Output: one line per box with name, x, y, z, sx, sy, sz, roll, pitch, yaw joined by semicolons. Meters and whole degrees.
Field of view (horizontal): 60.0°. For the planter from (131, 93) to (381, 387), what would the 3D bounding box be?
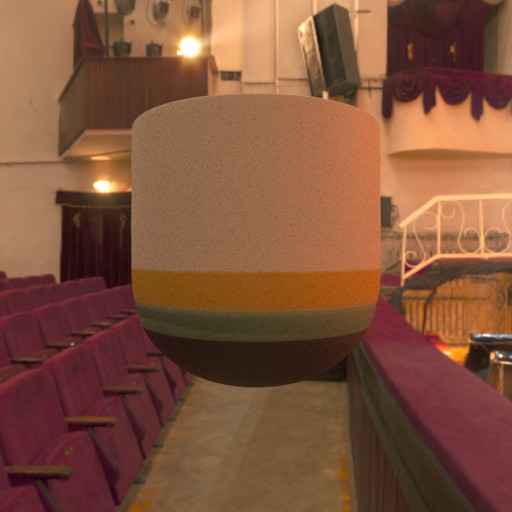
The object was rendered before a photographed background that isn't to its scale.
planter;0.000;0.000;0.495;0.268;0.270;0.268;0;1;0
